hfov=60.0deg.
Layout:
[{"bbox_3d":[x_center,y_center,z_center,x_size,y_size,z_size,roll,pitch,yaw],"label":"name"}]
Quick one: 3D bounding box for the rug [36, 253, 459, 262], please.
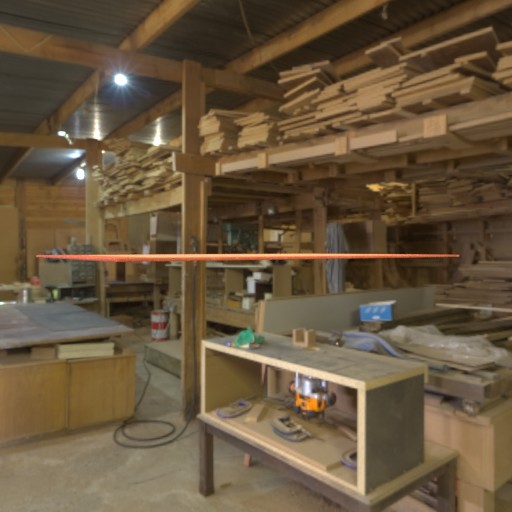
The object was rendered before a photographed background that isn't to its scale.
[{"bbox_3d":[0.000,0.000,2.999,2.438,0.014,1.524,-1,1,-37],"label":"rug"}]
